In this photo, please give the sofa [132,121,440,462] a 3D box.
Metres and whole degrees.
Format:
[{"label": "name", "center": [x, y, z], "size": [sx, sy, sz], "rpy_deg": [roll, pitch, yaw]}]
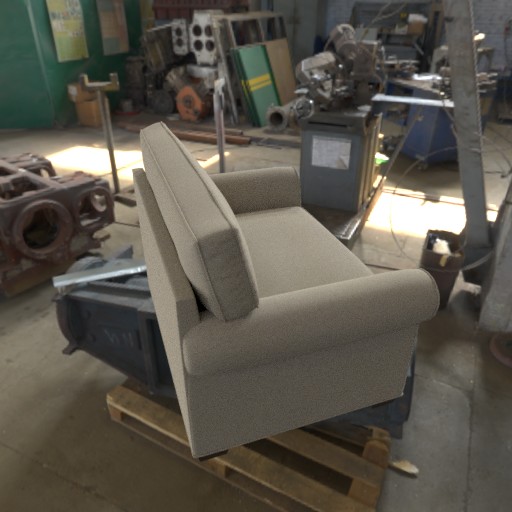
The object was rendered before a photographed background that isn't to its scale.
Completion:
[{"label": "sofa", "center": [0.000, 0.000, 2.067], "size": [0.937, 1.006, 1.405], "rpy_deg": [-10, 32, -17]}]
